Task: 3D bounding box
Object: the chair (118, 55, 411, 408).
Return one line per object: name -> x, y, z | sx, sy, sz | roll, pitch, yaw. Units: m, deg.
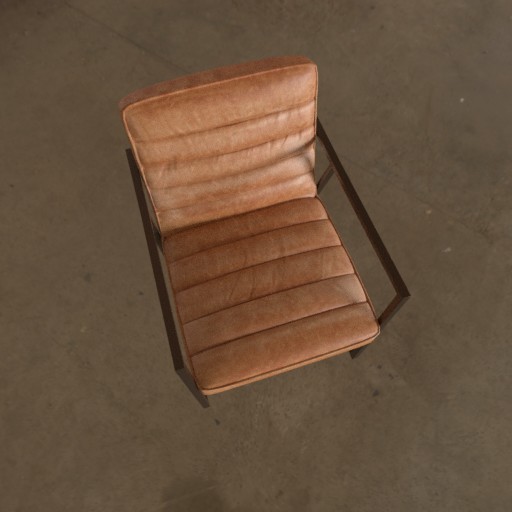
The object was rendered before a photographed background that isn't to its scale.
chair -> 0.000, 0.000, 1.303 | 0.571, 0.832, 0.677 | -16, 65, -8
